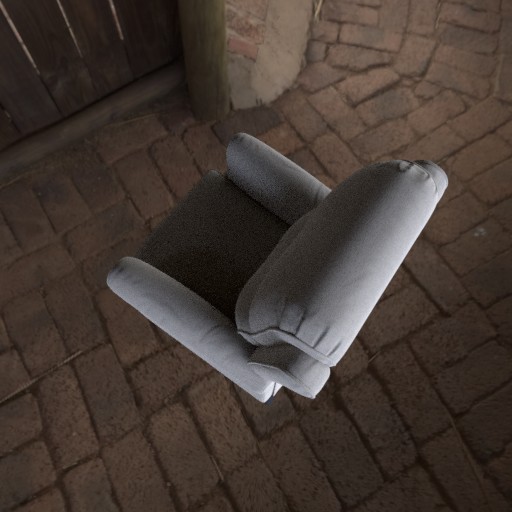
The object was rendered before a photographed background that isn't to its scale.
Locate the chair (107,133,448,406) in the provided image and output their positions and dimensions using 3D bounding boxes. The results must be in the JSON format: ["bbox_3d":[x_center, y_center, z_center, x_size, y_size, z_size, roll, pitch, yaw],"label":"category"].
[{"bbox_3d":[0.000,0.000,1.706,0.919,1.046,0.859,33,68,15],"label":"chair"}]
